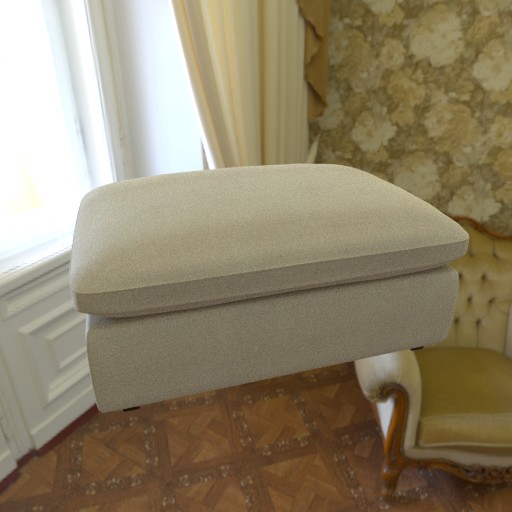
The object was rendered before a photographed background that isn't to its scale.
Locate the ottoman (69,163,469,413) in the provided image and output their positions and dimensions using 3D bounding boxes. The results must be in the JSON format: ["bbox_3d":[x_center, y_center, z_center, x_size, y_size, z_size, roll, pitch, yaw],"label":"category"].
[{"bbox_3d":[0.000,0.000,1.338,0.984,0.453,0.686,-8,27,-15],"label":"ottoman"}]
